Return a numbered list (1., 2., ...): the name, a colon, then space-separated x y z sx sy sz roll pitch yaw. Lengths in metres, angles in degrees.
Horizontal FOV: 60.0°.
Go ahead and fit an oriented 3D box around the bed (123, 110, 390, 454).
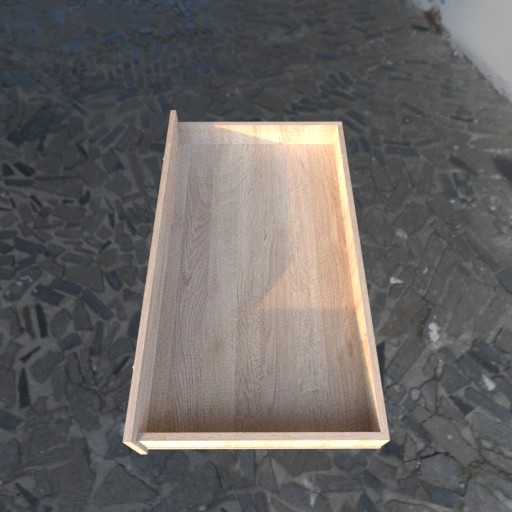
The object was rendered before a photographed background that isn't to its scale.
1. bed: 0.000 0.000 1.491 0.685 0.209 1.200 0 58 0
